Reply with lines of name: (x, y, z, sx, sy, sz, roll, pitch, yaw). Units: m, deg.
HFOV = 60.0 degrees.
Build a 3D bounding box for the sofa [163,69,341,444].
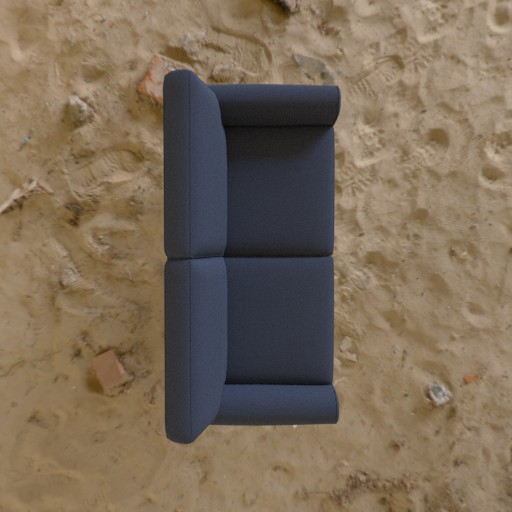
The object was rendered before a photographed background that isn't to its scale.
sofa: (0.000, 0.000, 2.609, 0.940, 1.020, 1.930, 0, 92, 0)
